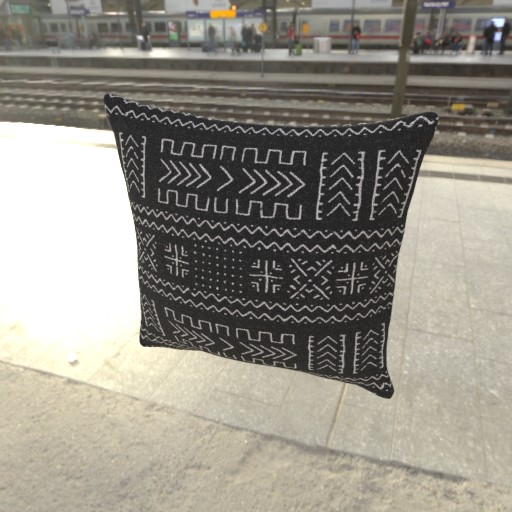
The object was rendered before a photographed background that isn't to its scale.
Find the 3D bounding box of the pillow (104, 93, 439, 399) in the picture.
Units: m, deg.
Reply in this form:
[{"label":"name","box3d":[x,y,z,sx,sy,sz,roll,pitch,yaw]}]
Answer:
[{"label":"pillow","box3d":[0.000,0.000,0.641,0.438,0.430,0.164,8,28,16]}]
